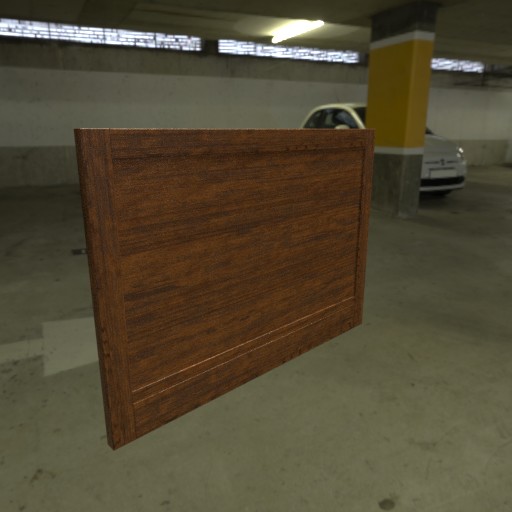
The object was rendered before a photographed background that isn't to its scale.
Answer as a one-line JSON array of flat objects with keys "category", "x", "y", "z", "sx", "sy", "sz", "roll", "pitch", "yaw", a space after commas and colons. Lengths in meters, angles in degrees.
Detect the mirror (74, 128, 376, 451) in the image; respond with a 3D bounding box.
[{"category": "mirror", "x": 0.000, "y": 0.000, "z": 0.972, "sx": 0.758, "sy": 0.537, "sz": 0.084, "roll": -15, "pitch": 21, "yaw": -42}]
